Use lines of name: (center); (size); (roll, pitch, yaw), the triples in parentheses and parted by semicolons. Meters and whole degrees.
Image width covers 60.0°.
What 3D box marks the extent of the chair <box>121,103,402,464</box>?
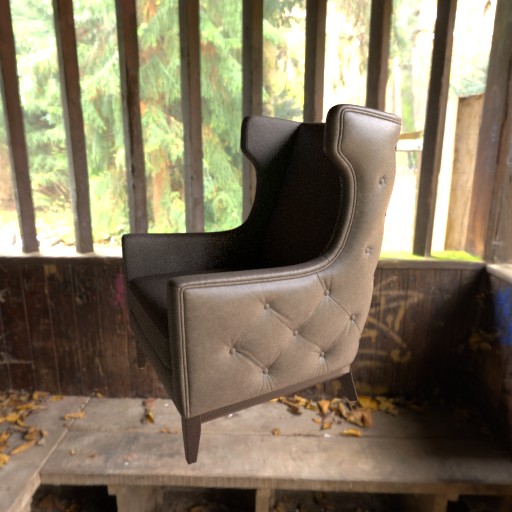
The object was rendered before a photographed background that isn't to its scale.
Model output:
chair: (0.000, 0.000, 1.709); (0.899, 1.079, 0.769); (-7, 16, -26)
